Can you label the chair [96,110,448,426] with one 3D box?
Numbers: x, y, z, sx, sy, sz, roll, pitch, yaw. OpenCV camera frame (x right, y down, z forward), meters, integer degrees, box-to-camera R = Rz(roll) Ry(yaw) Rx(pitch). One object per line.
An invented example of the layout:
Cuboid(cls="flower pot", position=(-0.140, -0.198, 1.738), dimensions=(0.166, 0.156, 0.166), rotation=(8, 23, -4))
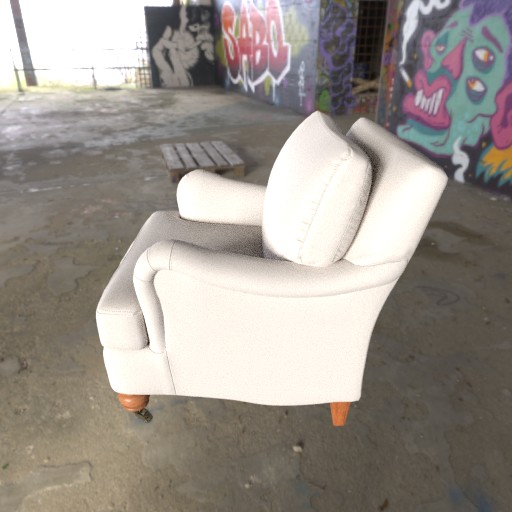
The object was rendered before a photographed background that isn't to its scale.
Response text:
Cuboid(cls="chair", position=(0.000, 0.000, 1.801), dimensions=(1.070, 1.038, 0.955), rotation=(0, 26, 0))
